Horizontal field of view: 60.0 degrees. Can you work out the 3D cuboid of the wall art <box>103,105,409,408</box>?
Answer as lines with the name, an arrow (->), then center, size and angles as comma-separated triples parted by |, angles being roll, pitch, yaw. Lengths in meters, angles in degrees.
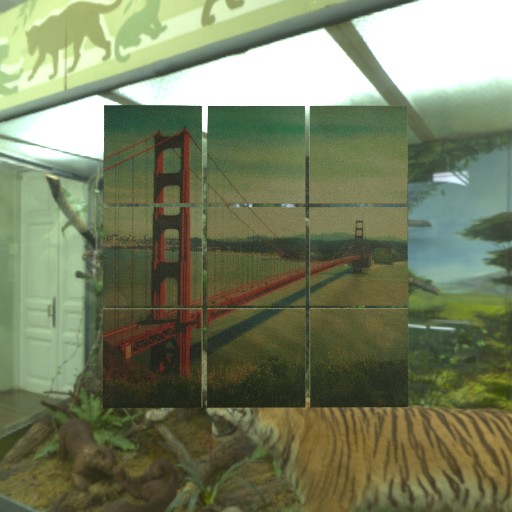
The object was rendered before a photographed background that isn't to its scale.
wall art -> 0.000, 0.000, 2.215 | 1.519, 1.507, 0.014 | 0, -1, -1
